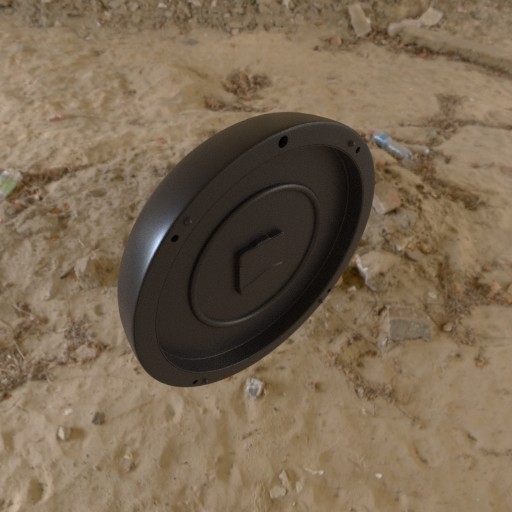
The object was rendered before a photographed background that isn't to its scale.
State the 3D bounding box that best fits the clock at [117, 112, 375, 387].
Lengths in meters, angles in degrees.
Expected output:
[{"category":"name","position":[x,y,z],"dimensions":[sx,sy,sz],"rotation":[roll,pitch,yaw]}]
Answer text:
[{"category":"clock","position":[0.000,0.000,0.448],"dimensions":[0.300,0.300,0.060],"rotation":[-31,53,-27]}]
